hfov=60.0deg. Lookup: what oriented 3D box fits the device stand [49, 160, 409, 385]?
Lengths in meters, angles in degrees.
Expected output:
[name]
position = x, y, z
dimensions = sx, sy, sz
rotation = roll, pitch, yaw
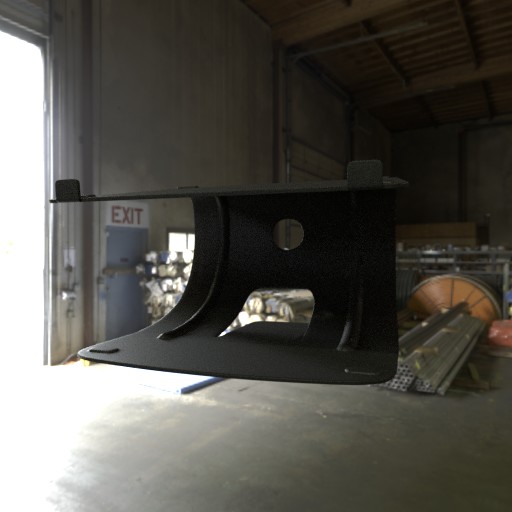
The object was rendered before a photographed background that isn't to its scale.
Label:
[device stand]
position = 0.000, 0.000, 0.396
dimensions = 0.256, 0.155, 0.236
rotation = 0, 0, 18
